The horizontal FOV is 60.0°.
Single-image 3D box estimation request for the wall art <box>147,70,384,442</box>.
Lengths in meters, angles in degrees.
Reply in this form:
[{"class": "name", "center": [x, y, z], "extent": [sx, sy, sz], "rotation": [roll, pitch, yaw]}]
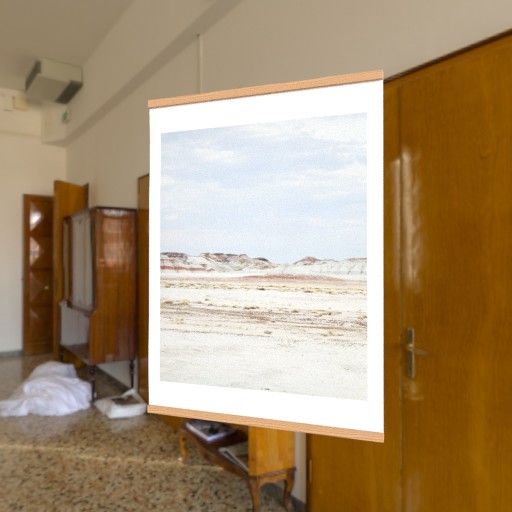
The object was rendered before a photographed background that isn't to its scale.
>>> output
[{"class": "wall art", "center": [0.000, 0.000, 1.336], "extent": [0.739, 1.016, 0.020], "rotation": [0, 0, 19]}]
